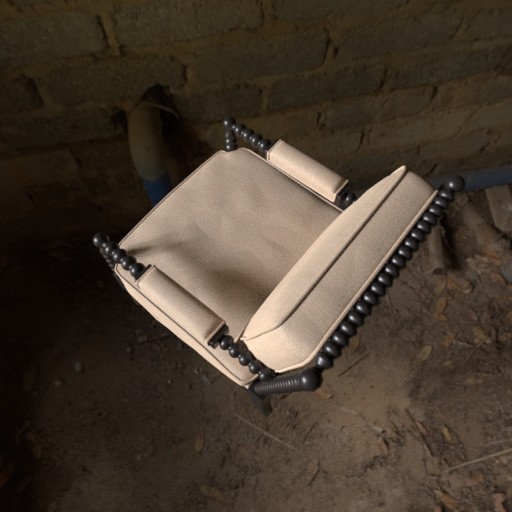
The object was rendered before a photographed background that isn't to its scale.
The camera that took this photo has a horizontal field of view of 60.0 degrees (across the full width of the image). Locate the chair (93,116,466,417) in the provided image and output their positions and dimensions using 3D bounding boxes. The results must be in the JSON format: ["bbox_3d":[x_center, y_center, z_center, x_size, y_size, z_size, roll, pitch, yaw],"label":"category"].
[{"bbox_3d":[0.000,0.000,1.171,0.657,0.703,0.555,36,69,16],"label":"chair"}]
